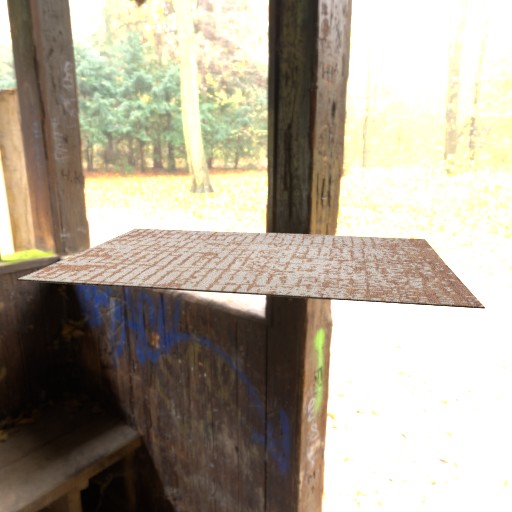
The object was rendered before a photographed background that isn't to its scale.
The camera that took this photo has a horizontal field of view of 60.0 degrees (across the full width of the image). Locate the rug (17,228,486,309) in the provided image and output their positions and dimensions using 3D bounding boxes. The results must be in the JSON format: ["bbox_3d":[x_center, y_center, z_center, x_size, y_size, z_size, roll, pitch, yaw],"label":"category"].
[{"bbox_3d":[0.000,0.000,2.979,2.435,0.011,1.517,3,15,10],"label":"rug"}]
